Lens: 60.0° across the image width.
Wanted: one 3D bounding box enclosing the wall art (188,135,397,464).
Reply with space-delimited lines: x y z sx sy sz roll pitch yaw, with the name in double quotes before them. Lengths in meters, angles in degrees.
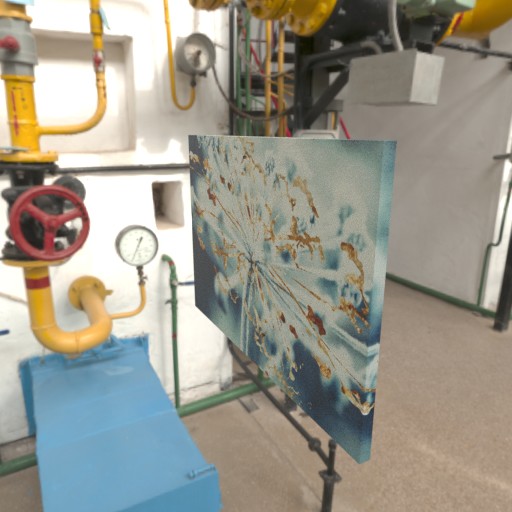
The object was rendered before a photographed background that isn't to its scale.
"wall art" 0.000 0.000 1.462 0.035 0.759 1.138 -8 18 -27
